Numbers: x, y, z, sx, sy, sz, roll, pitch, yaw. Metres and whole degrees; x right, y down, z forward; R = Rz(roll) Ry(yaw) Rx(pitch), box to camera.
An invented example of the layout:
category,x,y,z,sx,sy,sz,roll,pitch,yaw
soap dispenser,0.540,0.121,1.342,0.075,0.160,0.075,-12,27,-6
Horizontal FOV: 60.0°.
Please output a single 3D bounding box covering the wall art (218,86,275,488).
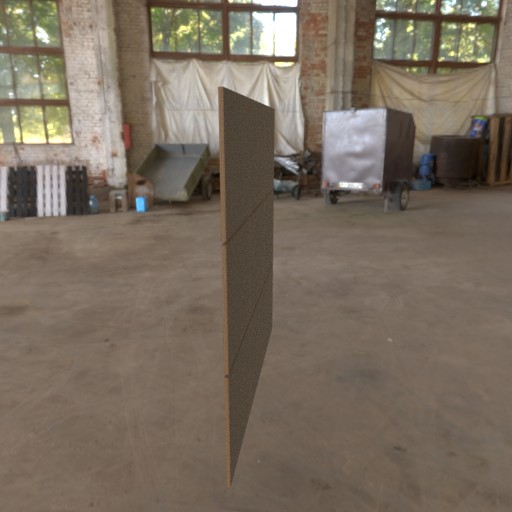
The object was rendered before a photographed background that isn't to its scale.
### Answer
category,x,y,z,sx,sy,sz,roll,pitch,yaw
wall art,0.000,0.000,1.844,0.013,1.216,1.216,2,16,8
